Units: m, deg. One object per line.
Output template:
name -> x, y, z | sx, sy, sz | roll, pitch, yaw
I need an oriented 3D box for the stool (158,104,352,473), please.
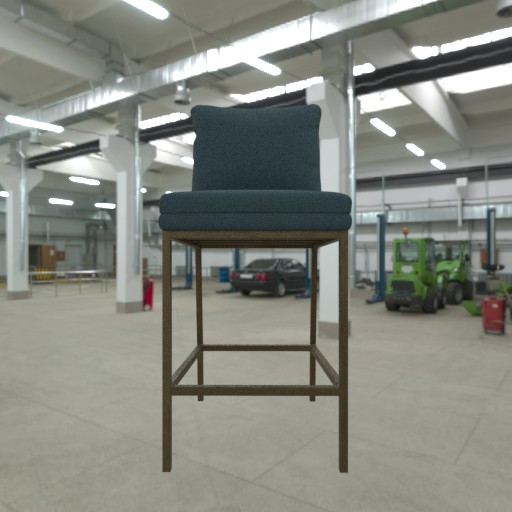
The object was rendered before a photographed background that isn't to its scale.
stool -> 0.000, 0.000, 1.326 | 0.463, 1.032, 0.568 | 0, 0, 0
